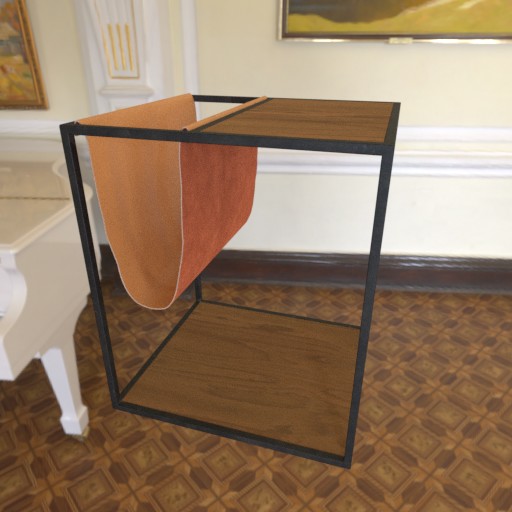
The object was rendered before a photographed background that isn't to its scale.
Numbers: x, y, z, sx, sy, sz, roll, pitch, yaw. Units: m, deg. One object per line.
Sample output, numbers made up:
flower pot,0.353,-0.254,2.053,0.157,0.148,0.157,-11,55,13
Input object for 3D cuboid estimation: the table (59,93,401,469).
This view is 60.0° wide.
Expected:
table,0.000,0.000,0.842,0.450,0.536,0.399,8,27,16
